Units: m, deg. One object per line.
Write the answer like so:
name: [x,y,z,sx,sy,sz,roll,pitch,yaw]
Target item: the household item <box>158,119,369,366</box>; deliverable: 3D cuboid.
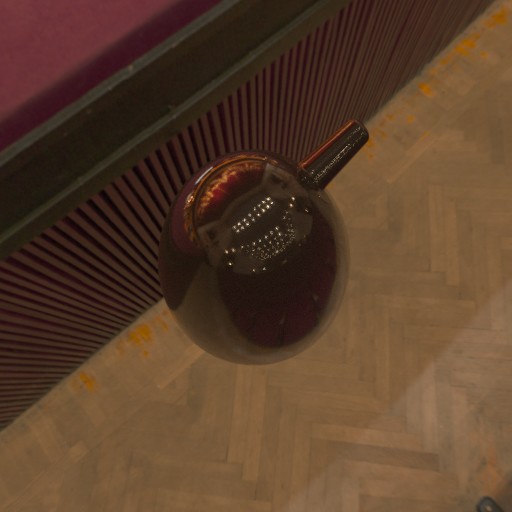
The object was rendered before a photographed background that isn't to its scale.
household item: [0.000,0.000,0.216,0.104,0.152,0.102,-39,79,-9]
